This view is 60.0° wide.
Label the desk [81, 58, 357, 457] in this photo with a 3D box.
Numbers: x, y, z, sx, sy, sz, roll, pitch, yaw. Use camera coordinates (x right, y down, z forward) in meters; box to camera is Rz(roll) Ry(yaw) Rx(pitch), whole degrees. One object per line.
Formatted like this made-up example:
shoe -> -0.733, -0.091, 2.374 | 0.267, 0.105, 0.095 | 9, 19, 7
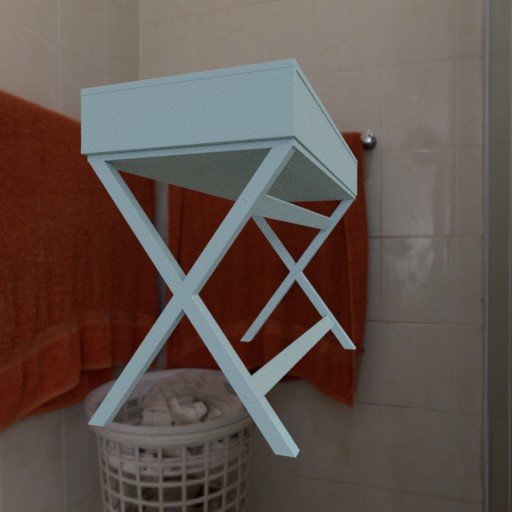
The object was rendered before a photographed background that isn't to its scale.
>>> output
desk -> 0.000, 0.000, 1.443 | 0.525, 0.780, 1.057 | 0, 1, 19
